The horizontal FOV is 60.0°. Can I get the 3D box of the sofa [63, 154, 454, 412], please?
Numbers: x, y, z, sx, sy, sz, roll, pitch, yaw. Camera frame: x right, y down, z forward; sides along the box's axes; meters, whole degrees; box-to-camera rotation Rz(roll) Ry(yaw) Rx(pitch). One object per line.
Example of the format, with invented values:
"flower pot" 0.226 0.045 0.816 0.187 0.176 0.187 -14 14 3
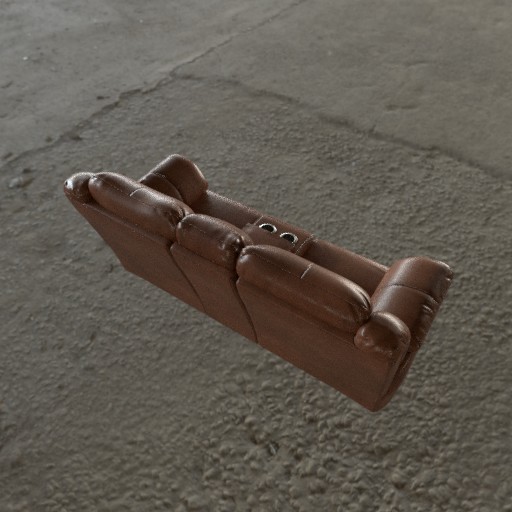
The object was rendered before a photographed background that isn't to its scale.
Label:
"sofa" 0.000 0.000 2.633 2.058 1.043 0.991 26 51 23
